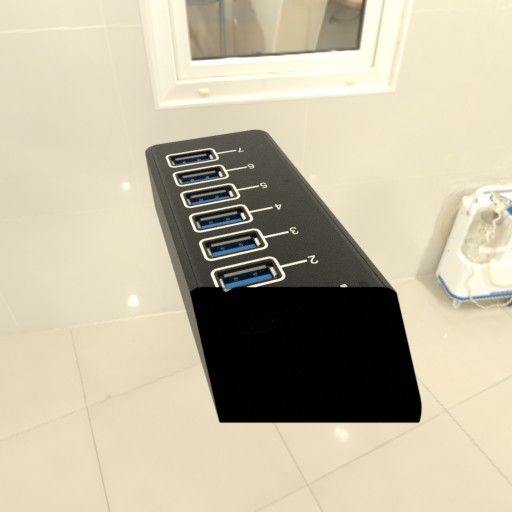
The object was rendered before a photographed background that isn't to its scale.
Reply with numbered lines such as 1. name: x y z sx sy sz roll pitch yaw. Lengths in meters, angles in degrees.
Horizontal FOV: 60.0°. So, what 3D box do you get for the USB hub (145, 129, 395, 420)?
1. USB hub: 0.000 0.000 0.125 0.044 0.023 0.110 -13 43 -14
